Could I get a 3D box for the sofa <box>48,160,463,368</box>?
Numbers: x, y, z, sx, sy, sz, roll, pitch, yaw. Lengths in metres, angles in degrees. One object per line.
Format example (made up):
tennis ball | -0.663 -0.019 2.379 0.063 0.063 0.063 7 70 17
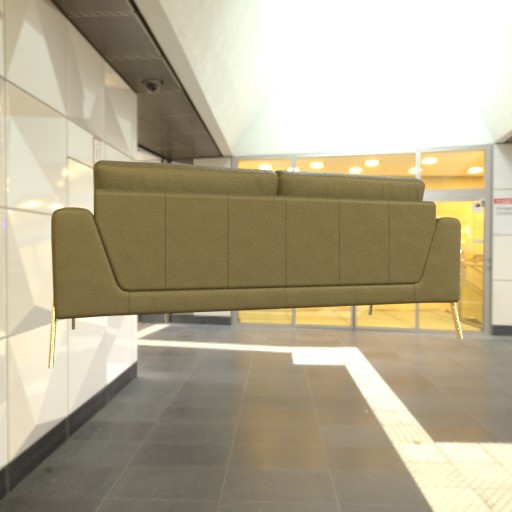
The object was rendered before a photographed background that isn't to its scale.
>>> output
sofa | 0.000 0.000 2.499 2.017 0.875 0.953 0 1 -17
